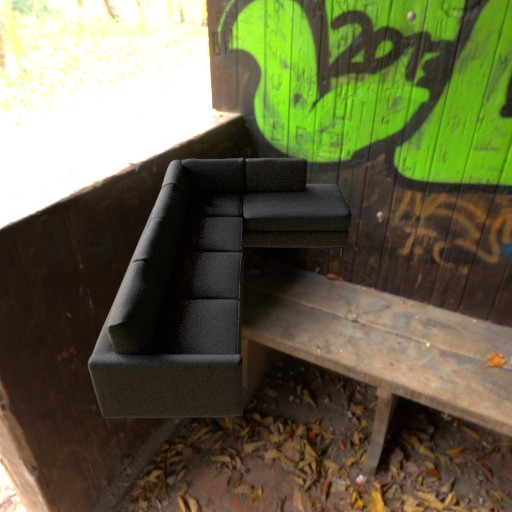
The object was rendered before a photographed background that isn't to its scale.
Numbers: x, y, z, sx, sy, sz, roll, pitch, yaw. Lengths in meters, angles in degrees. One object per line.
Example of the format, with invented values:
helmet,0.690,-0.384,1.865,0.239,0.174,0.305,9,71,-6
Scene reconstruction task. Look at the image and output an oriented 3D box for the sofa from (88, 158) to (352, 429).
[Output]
sofa,0.000,0.000,3.901,1.984,0.858,2.972,0,32,-1
